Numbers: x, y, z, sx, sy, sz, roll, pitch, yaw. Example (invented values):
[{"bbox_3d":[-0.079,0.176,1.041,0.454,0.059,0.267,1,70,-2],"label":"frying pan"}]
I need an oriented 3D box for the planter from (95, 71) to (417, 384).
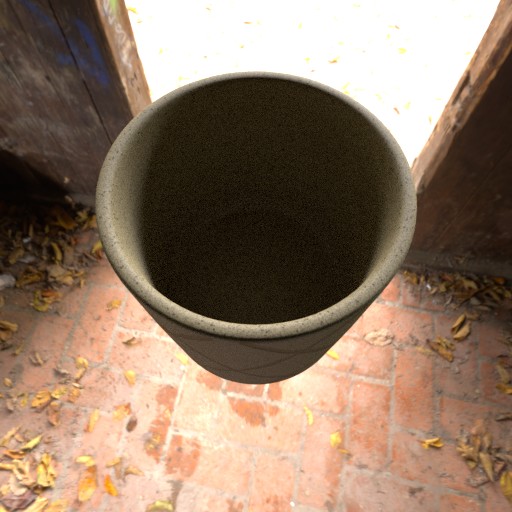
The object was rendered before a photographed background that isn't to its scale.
[{"bbox_3d":[0.000,0.000,0.421,0.228,0.235,0.228,0,64,0],"label":"planter"}]
